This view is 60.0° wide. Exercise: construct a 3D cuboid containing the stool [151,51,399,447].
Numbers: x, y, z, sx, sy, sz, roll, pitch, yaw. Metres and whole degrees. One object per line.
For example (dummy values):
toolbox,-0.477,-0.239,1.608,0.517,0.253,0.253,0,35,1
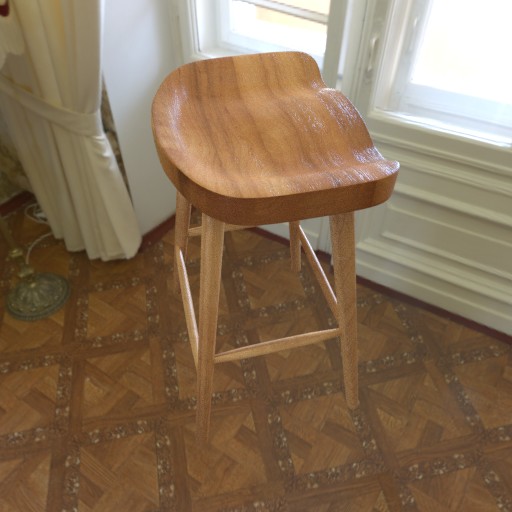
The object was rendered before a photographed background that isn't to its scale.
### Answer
stool,0.000,0.000,0.869,0.361,0.615,0.440,-10,47,-10
